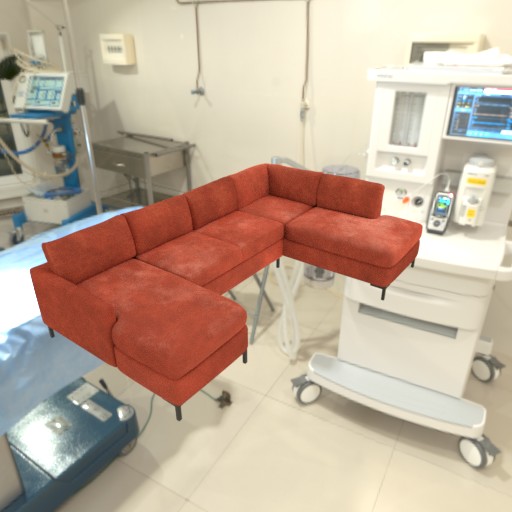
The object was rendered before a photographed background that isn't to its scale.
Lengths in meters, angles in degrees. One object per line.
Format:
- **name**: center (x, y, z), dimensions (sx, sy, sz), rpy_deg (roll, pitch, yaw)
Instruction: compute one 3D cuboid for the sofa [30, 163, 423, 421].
- **sofa**: center (0.000, 0.000, 3.850), dimensions (1.981, 0.858, 2.971), rpy_deg (18, 32, 32)
